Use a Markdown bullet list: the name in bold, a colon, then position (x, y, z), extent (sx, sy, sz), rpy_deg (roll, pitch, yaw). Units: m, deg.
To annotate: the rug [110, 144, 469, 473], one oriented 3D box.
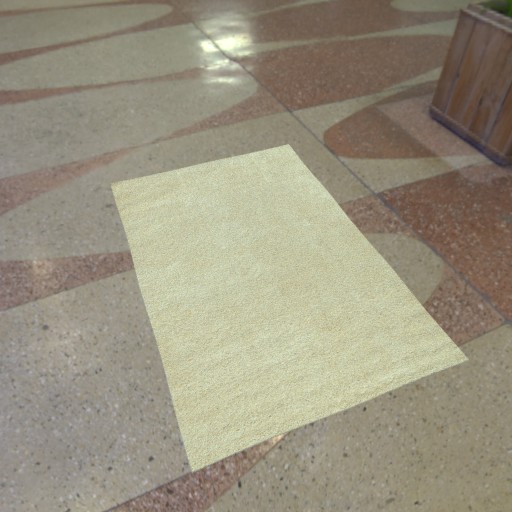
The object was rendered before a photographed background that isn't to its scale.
- **rug**: position (0.000, 0.000, 3.428), extent (1.800, 0.025, 2.699), rpy_deg (-16, 48, -15)
